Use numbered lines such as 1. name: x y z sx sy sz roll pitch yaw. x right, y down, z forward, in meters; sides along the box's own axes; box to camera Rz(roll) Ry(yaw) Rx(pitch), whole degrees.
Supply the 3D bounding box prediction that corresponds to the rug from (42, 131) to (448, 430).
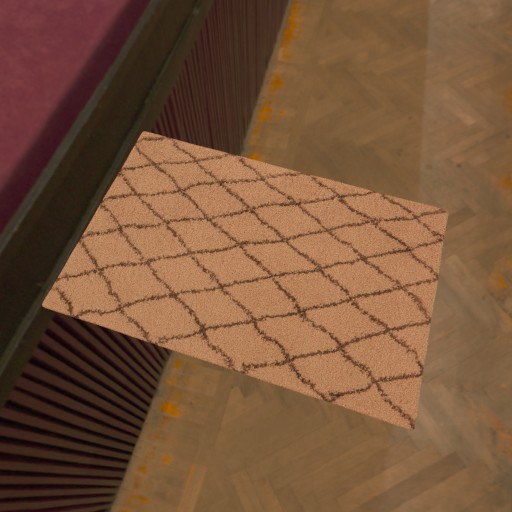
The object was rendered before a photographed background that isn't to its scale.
1. rug: 0.000 0.000 3.449 2.743 0.030 1.778 16 64 8
